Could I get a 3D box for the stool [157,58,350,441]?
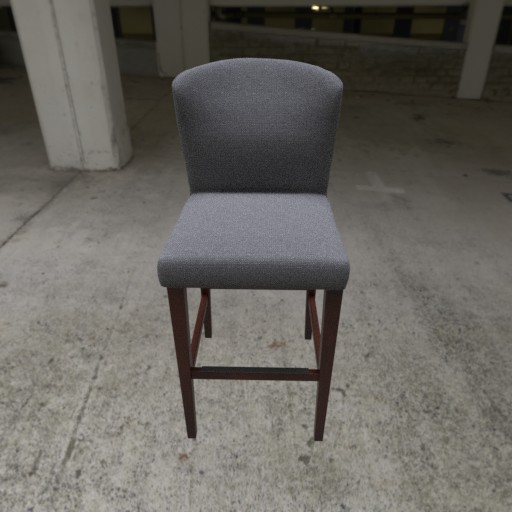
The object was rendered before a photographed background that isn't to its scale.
[{"bbox_3d":[0.000,0.000,1.373,0.486,1.069,0.568,1,30,1],"label":"stool"}]
